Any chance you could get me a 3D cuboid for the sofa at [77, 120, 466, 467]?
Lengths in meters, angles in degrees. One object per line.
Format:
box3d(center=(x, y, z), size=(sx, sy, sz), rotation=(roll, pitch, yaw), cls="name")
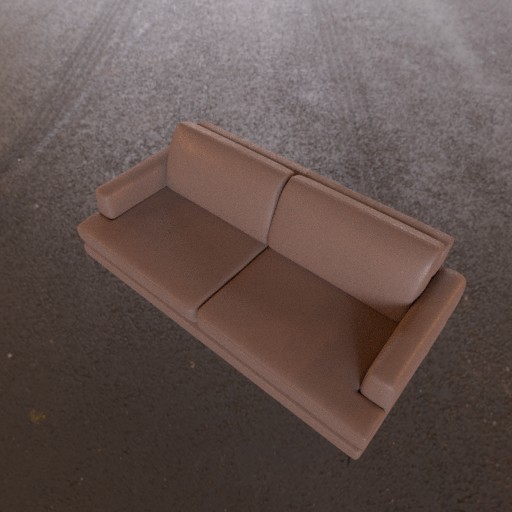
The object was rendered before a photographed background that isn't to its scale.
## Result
box3d(center=(0.000, 0.000, 2.388), size=(1.940, 0.765, 0.974), rotation=(31, 55, 26), cls="sofa")
